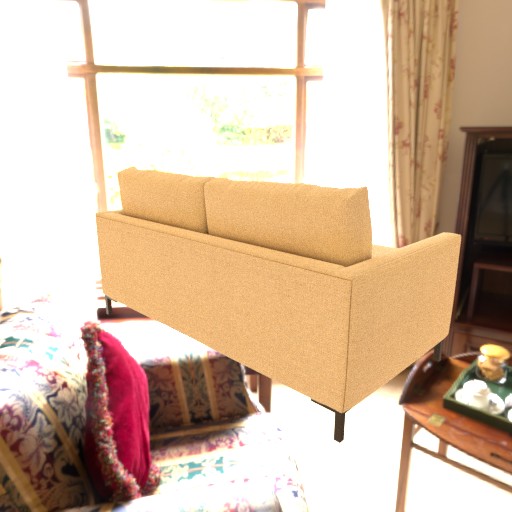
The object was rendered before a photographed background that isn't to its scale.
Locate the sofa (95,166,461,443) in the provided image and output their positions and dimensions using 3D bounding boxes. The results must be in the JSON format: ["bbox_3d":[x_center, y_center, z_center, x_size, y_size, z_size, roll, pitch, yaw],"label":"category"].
[{"bbox_3d":[0.000,0.000,2.149,1.651,0.812,0.839,14,20,43],"label":"sofa"}]
